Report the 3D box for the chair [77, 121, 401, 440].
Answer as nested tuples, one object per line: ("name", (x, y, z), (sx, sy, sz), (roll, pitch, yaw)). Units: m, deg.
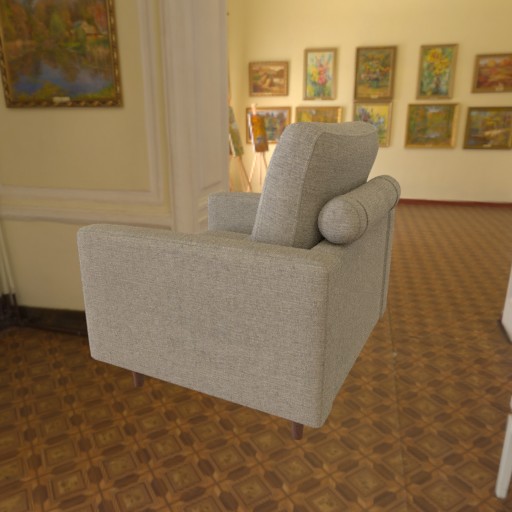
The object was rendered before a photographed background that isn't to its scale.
("chair", (0.000, 0.000, 1.516), (0.843, 0.880, 0.821), (8, 19, 25))
